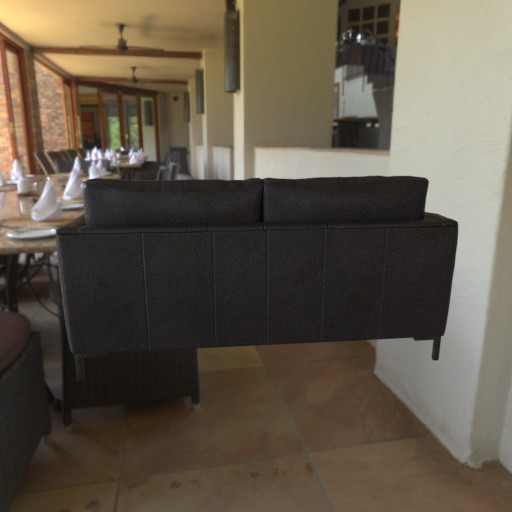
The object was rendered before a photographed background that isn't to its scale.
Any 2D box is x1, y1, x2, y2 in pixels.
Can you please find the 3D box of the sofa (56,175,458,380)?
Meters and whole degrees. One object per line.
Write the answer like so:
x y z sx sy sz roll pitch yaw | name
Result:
0.000 0.000 2.376 1.805 0.883 0.947 -2 14 -8 | sofa
